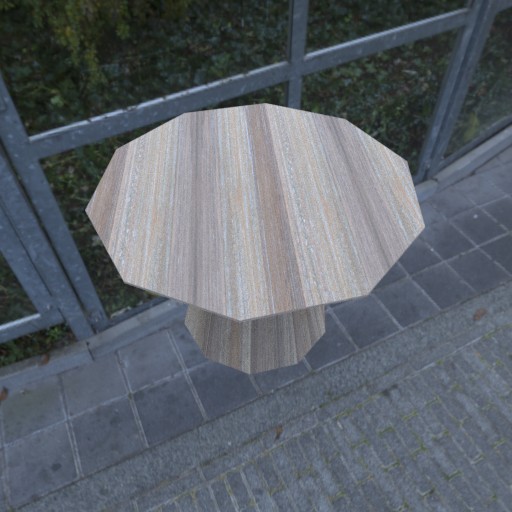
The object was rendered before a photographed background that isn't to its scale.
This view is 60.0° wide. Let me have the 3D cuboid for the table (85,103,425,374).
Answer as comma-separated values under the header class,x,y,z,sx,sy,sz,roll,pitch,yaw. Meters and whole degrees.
class,x,y,z,sx,sy,sz,roll,pitch,yaw
table,0.000,0.000,1.867,1.186,0.752,1.186,0,47,0
